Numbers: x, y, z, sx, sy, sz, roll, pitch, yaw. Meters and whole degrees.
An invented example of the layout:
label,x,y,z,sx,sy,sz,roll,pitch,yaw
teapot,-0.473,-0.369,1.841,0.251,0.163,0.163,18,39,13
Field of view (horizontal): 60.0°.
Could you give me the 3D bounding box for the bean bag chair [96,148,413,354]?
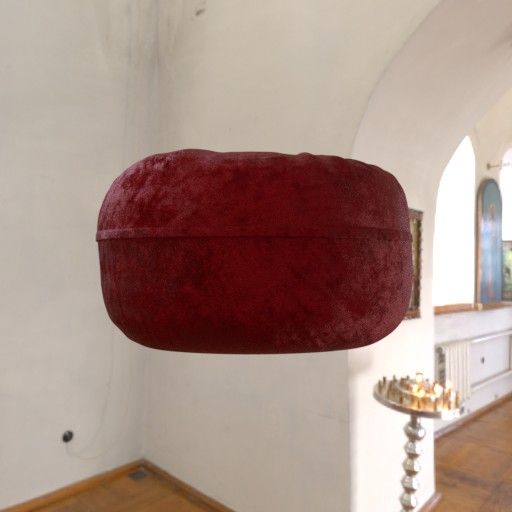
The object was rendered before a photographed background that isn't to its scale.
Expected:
label,x,y,z,sx,sy,sz,roll,pitch,yaw
bean bag chair,0.000,0.000,2.387,1.524,0.878,1.524,0,-1,-1
